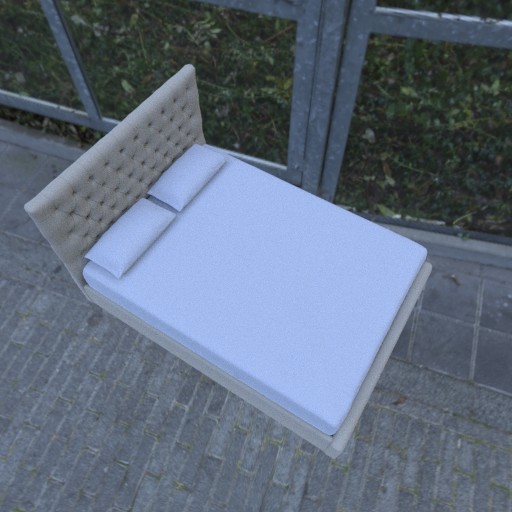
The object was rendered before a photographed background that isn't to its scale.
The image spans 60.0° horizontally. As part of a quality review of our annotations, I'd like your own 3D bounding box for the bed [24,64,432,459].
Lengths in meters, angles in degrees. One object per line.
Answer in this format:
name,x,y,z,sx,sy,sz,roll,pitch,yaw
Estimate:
bed,0.000,0.000,3.352,2.387,1.427,1.698,28,62,16
